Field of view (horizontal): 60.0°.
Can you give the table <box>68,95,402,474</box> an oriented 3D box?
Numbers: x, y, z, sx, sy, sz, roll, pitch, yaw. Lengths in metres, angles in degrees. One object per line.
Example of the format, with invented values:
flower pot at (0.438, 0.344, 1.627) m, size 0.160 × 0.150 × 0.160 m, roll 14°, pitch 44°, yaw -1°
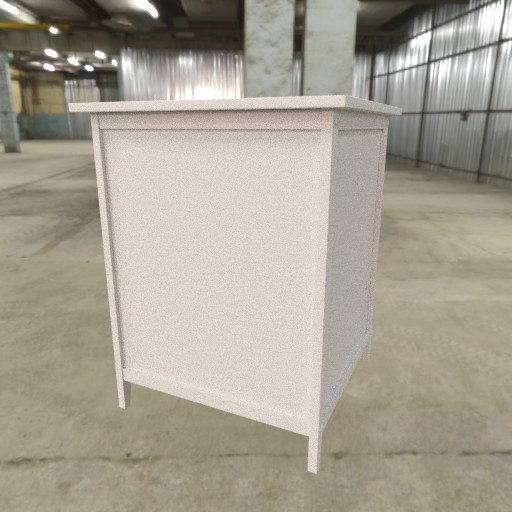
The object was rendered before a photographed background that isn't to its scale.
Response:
table at (0.000, 0.000, 0.752) m, size 0.381 × 0.483 × 0.381 m, roll 8°, pitch 18°, yaw 25°
